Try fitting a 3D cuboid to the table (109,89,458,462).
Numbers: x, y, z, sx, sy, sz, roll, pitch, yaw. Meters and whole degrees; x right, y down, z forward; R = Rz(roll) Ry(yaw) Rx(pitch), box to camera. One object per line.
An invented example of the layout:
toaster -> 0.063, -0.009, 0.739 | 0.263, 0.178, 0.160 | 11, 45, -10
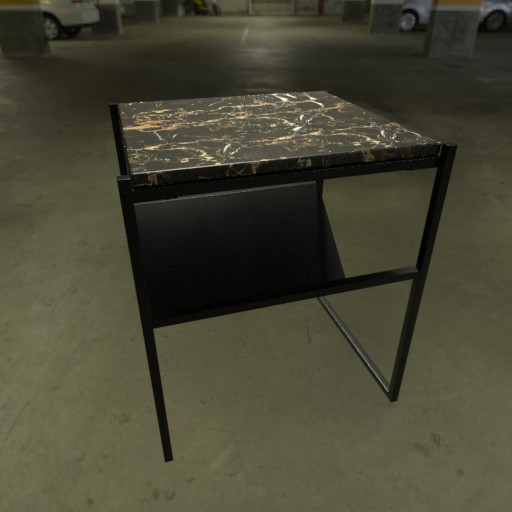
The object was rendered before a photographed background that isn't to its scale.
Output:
table -> 0.000, 0.000, 0.884 | 0.469, 0.534, 0.432 | -9, 32, -15
